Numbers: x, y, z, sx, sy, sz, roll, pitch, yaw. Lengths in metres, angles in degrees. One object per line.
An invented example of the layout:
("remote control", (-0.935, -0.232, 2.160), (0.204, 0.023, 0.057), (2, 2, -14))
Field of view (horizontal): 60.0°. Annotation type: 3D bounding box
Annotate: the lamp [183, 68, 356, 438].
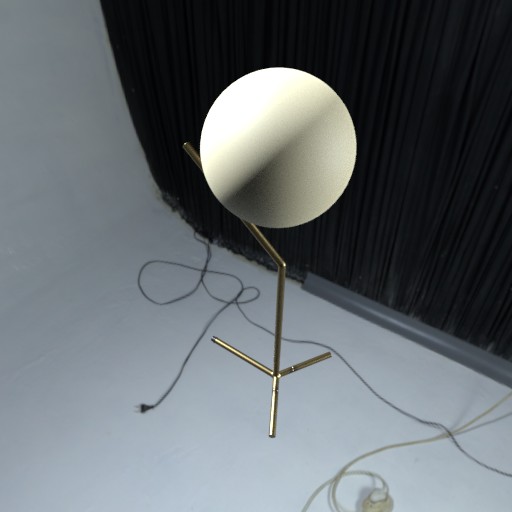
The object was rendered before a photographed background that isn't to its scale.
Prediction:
("lamp", (0.000, 0.000, 0.670), (0.251, 0.552, 0.210), (25, 46, 26))
